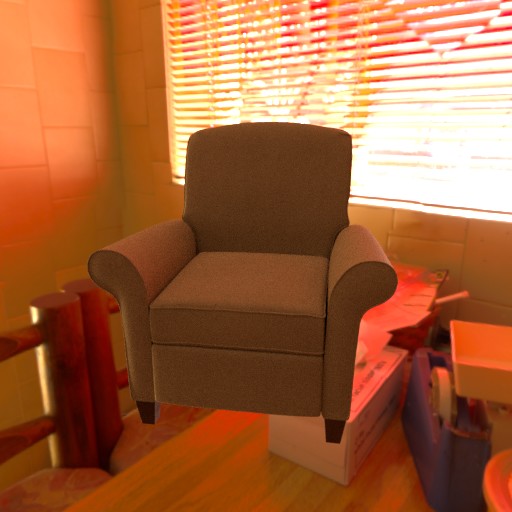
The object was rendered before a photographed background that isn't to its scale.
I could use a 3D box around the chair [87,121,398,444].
[{"bbox_3d":[0.000,0.000,1.795,0.978,1.061,0.905,2,16,9],"label":"chair"}]
